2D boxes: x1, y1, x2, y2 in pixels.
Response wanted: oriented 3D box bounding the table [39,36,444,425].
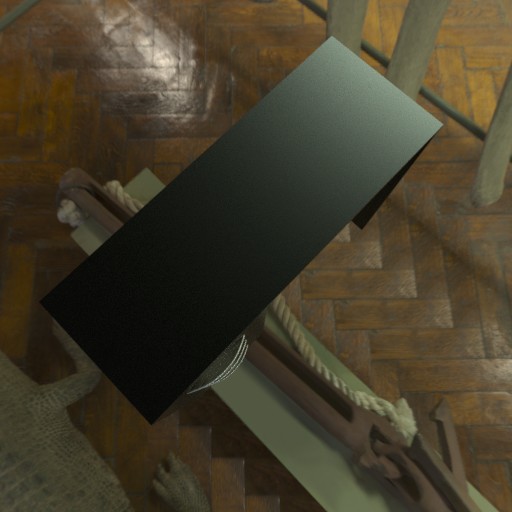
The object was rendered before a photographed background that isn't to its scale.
[{"bbox_3d":[0.000,0.000,1.372,0.380,0.790,0.930,43,80,10],"label":"table"}]
